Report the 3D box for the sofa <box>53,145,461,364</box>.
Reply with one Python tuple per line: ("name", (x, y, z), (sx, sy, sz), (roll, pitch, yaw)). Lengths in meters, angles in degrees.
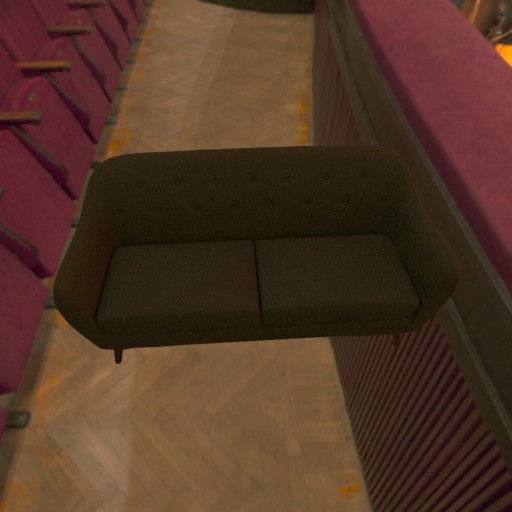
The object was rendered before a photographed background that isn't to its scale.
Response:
("sofa", (0.000, 0.000, 2.345), (1.840, 0.836, 0.820), (-3, 45, -3))
